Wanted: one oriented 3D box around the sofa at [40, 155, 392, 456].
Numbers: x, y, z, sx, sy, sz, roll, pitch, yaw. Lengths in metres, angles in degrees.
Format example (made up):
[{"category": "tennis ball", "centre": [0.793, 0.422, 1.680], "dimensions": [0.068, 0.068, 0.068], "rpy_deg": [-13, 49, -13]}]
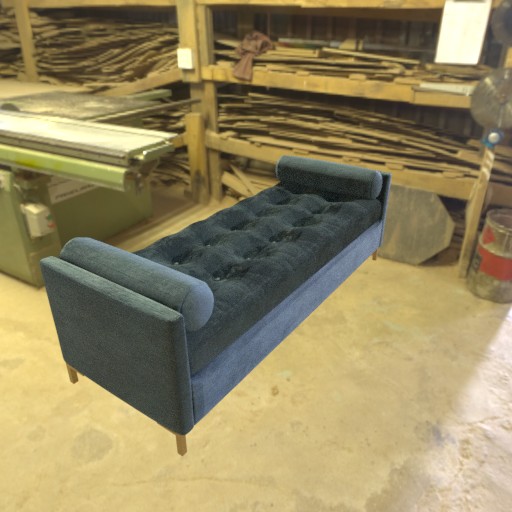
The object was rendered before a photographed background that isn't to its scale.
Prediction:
[{"category": "sofa", "centre": [0.000, 0.000, 2.533], "dimensions": [0.796, 0.705, 2.102], "rpy_deg": [18, 32, 31]}]
